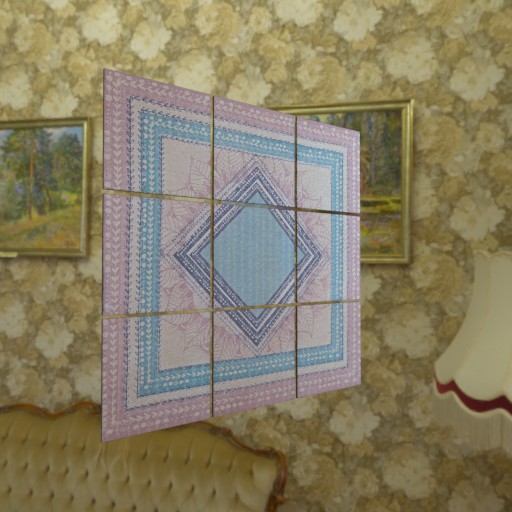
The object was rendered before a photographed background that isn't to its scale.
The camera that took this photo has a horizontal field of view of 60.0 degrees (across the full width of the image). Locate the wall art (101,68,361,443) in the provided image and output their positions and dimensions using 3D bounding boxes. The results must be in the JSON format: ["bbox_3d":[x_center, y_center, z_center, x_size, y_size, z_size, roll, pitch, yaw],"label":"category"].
[{"bbox_3d":[0.000,0.000,2.245,1.527,1.525,0.014,1,-1,-35],"label":"wall art"}]
